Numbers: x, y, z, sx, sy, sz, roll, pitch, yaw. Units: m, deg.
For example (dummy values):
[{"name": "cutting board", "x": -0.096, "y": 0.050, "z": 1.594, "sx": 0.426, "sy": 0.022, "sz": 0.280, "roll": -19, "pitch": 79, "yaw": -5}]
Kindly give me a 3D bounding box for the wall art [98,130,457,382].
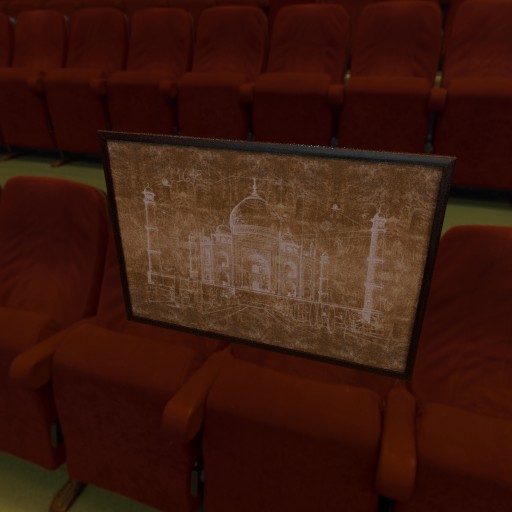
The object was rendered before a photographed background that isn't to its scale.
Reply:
[{"name": "wall art", "x": 0.000, "y": 0.000, "z": 1.097, "sx": 0.816, "sy": 0.559, "sz": 0.014, "roll": 9, "pitch": 28, "yaw": 17}]
